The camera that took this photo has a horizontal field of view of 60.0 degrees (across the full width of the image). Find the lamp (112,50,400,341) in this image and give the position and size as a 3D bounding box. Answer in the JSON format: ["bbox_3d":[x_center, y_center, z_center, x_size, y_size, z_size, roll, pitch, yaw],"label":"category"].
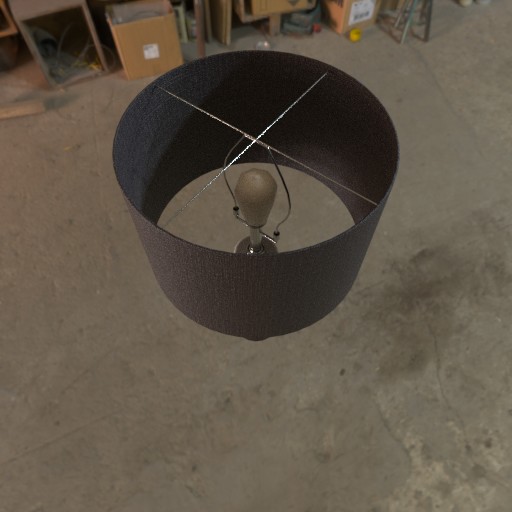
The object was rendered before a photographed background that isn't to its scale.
[{"bbox_3d":[0.000,0.000,0.680,0.303,0.488,0.303,0,58,0],"label":"lamp"}]
